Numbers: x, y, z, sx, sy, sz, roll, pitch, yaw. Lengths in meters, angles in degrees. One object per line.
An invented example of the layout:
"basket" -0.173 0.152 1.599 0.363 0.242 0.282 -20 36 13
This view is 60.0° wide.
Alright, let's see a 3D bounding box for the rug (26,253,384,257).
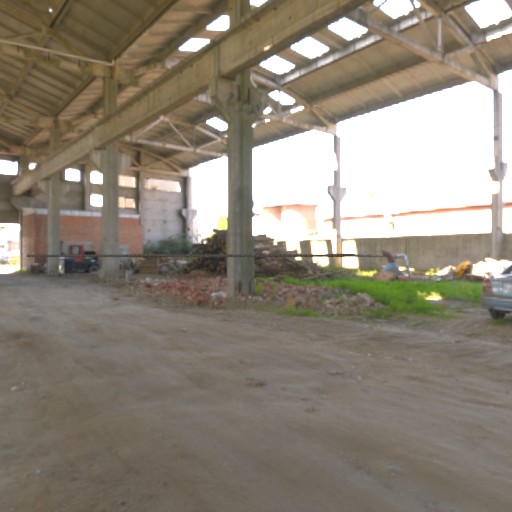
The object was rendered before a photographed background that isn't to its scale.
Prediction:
"rug" 0.000 0.000 2.323 1.207 0.012 1.820 0 0 19
